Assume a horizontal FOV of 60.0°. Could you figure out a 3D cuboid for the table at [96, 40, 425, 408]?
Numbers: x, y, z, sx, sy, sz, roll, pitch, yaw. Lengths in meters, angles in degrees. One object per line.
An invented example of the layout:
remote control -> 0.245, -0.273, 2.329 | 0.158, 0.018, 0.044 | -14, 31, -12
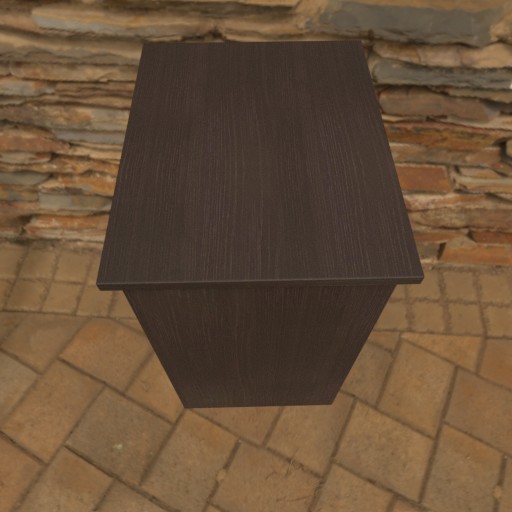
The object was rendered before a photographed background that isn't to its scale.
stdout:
table -> 0.000, 0.000, 0.909 | 0.381, 0.635, 0.480 | -1, 57, -1
